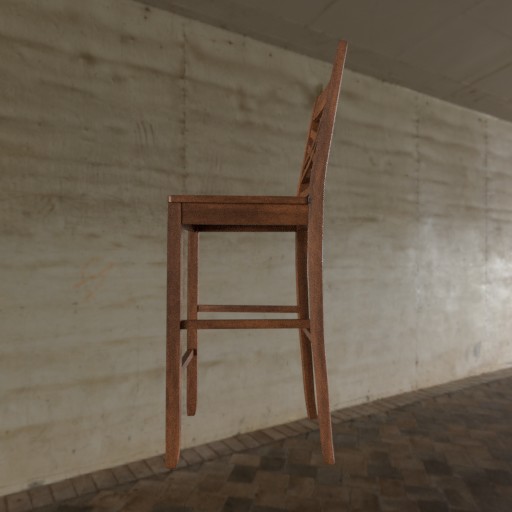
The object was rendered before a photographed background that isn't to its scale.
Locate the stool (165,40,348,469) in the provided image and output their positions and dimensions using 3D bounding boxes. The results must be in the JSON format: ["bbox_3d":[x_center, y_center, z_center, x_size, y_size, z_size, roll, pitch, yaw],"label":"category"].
[{"bbox_3d":[0.000,0.000,1.345,0.487,1.105,0.433,0,0,-1],"label":"stool"}]
